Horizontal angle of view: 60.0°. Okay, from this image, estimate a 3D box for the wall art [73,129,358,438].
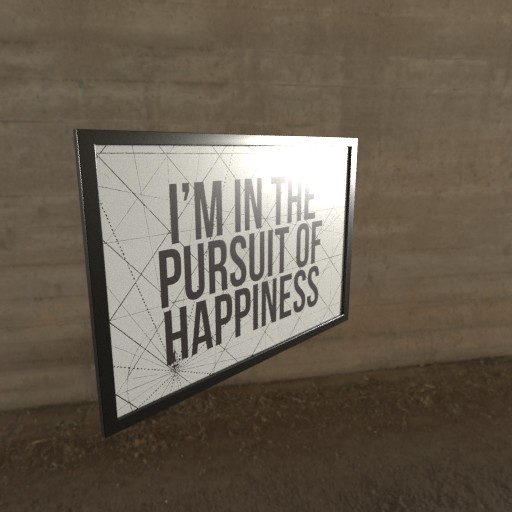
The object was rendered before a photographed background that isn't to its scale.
[{"bbox_3d":[0.000,0.000,1.046,0.015,0.552,0.819,13,19,43],"label":"wall art"}]
